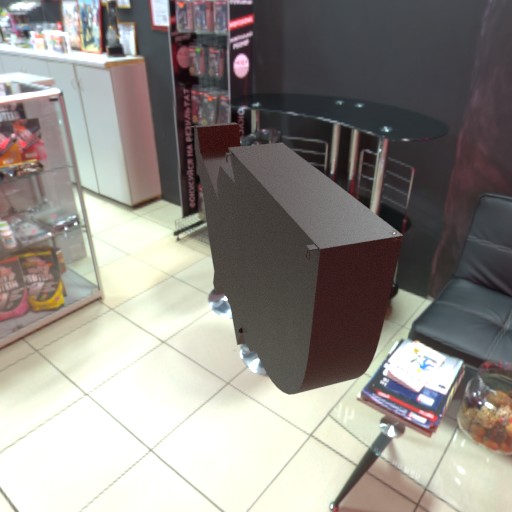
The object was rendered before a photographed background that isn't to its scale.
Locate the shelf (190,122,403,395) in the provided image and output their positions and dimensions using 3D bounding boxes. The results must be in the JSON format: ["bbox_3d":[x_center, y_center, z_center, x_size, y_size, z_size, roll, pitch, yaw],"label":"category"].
[{"bbox_3d":[0.000,0.000,0.891,0.112,0.439,0.729,-9,31,-15],"label":"shelf"}]
